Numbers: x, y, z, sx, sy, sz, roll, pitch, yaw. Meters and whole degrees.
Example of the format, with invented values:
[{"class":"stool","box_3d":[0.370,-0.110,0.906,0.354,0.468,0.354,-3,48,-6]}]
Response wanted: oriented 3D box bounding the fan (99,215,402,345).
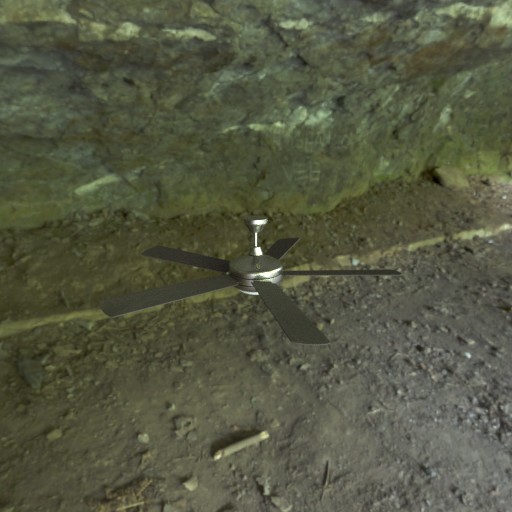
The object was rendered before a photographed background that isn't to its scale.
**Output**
[{"class":"fan","box_3d":[0.000,0.000,2.027,1.321,0.356,1.321,3,17,8]}]
